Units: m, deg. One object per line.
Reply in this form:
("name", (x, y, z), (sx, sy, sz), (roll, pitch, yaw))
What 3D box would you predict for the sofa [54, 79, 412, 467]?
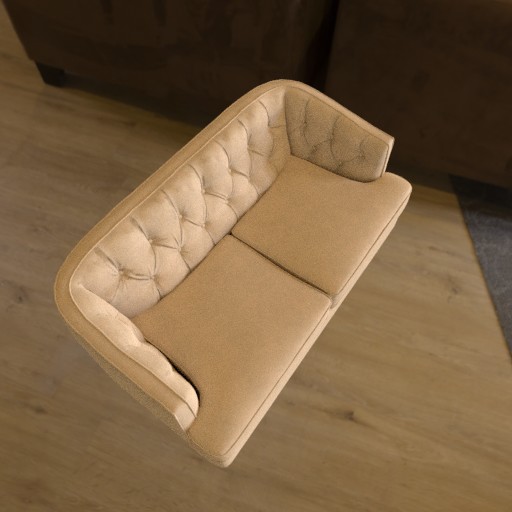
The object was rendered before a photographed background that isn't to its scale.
("sofa", (0.000, 0.000, 2.236), (0.940, 0.878, 1.731), (31, 63, 18))
